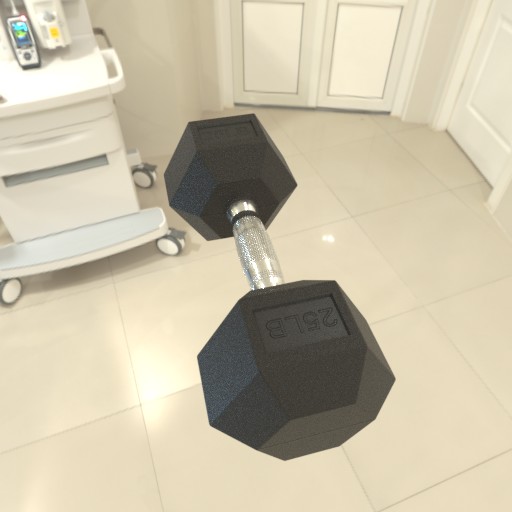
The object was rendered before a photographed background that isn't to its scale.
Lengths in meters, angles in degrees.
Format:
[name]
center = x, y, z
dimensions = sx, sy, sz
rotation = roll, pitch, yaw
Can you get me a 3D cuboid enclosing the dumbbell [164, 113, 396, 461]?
[dumbbell]
center = 0.000, 0.000, 0.382
dimensions = 0.129, 0.113, 0.315
rotation = -11, 48, -10
